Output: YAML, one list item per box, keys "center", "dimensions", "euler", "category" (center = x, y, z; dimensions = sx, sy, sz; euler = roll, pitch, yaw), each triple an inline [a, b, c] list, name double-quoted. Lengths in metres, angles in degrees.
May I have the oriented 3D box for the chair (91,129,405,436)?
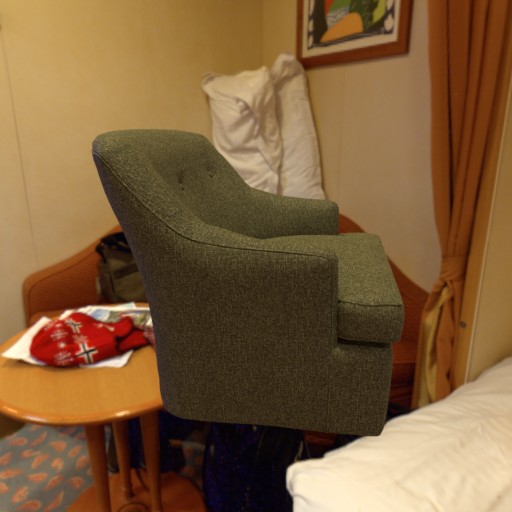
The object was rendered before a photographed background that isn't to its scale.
- center: [0.000, 0.000, 1.557]
  dimensions: [0.923, 0.856, 0.864]
  euler: [3, 17, 10]
  category: "chair"
